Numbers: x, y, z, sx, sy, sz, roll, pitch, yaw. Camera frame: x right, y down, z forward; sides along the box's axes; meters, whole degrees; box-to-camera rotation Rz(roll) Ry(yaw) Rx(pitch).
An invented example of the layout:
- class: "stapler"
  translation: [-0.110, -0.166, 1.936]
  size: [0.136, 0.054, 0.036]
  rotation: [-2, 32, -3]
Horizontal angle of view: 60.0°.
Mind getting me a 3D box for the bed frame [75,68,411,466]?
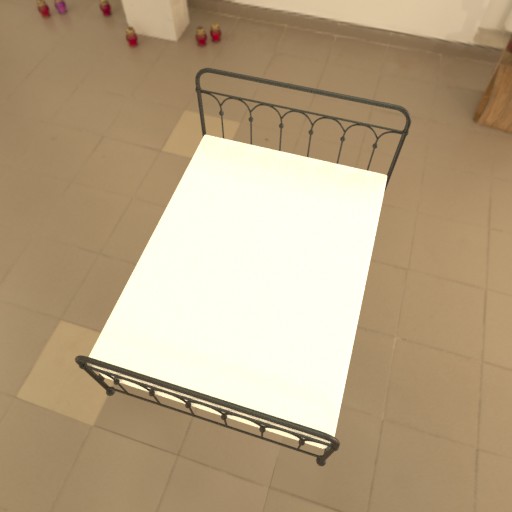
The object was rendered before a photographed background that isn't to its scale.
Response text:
- class: "bed frame"
  translation: [0.000, 0.000, 3.152]
  size: [1.664, 1.276, 2.203]
  rotation: [15, 60, 9]
